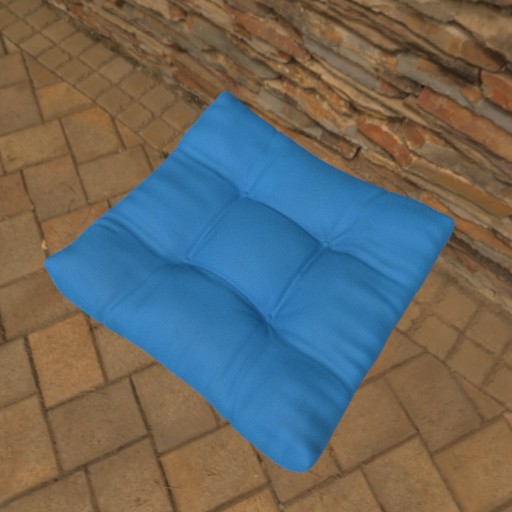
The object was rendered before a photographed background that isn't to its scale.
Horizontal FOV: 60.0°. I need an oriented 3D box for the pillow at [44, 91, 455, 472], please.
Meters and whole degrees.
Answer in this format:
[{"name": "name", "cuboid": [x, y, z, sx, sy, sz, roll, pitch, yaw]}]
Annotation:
[{"name": "pillow", "cuboid": [0.000, 0.000, 0.726, 0.490, 0.128, 0.468, 33, 68, 15]}]
